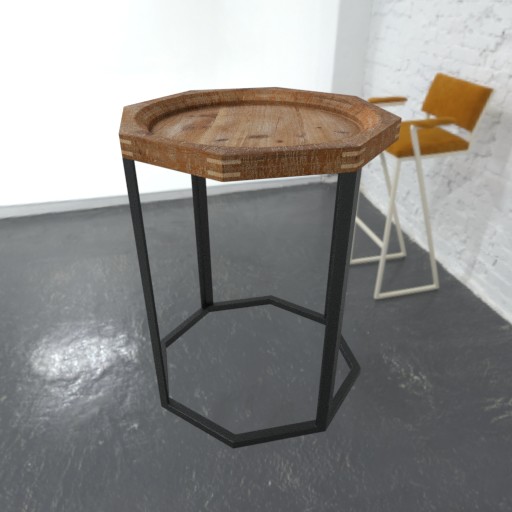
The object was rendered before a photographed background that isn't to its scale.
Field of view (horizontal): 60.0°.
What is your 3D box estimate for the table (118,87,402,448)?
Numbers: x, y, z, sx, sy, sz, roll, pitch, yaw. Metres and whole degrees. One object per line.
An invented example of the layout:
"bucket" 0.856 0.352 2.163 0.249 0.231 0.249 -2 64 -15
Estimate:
"table" 0.000 0.000 0.857 0.458 0.543 0.458 -19 36 -29
